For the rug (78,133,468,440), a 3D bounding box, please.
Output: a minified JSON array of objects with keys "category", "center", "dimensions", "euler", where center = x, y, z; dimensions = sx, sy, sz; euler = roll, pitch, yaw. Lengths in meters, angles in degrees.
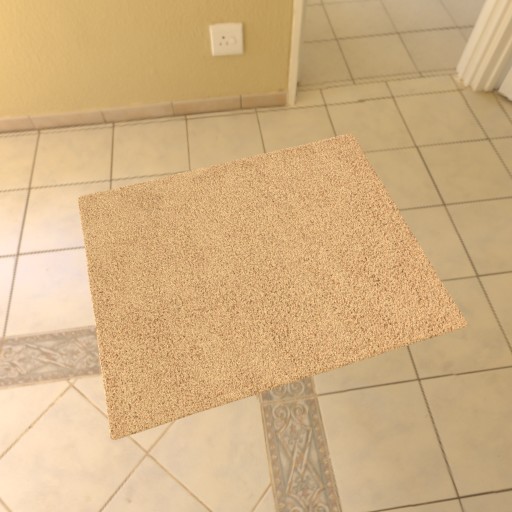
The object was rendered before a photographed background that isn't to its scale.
[{"category":"rug","center":[0.000,0.000,4.154],"dimensions":[3.047,0.029,2.438],"euler":[-15,60,-9]}]
